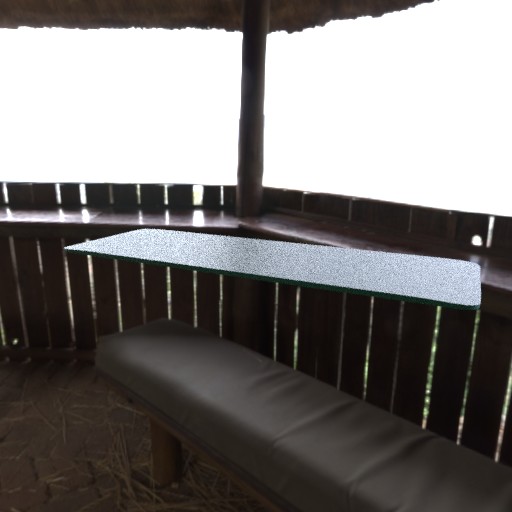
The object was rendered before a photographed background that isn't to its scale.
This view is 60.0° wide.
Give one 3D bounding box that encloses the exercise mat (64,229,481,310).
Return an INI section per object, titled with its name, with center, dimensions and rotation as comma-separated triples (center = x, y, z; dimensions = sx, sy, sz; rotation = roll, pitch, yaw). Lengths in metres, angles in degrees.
[exercise mat]
center = 0.000, 0.000, 2.052
dimensions = 1.869, 0.021, 0.616
rotation = 7, 15, 26
